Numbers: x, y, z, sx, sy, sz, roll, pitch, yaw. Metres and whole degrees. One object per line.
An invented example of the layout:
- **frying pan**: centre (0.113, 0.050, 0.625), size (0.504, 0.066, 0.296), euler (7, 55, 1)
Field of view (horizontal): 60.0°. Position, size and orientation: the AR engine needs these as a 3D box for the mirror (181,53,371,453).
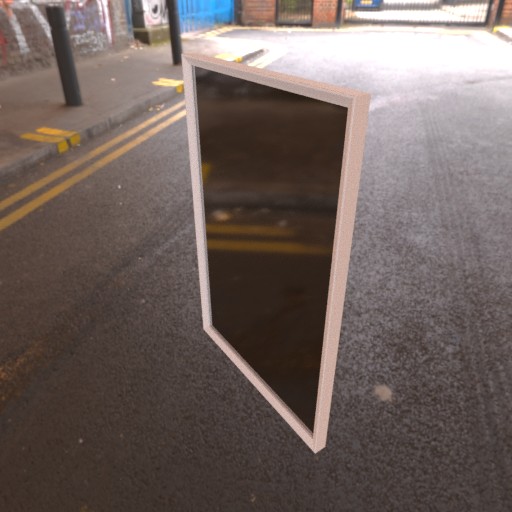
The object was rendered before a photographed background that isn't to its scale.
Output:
- **mirror**: centre (0.000, 0.000, 1.164), size (0.041, 0.915, 0.609), euler (-20, 37, -29)
